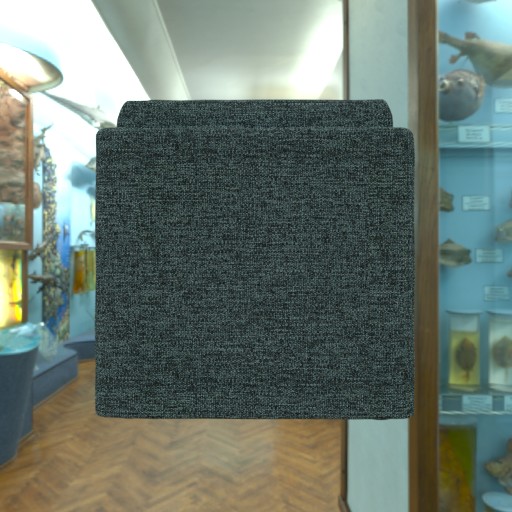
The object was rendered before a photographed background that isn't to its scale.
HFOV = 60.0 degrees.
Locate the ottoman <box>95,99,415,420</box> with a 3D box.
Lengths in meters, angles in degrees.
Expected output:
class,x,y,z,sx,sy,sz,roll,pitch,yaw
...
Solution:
class,x,y,z,sx,sy,sz,roll,pitch,yaw
ottoman,0.000,0.000,0.821,0.450,0.463,0.450,0,0,1
